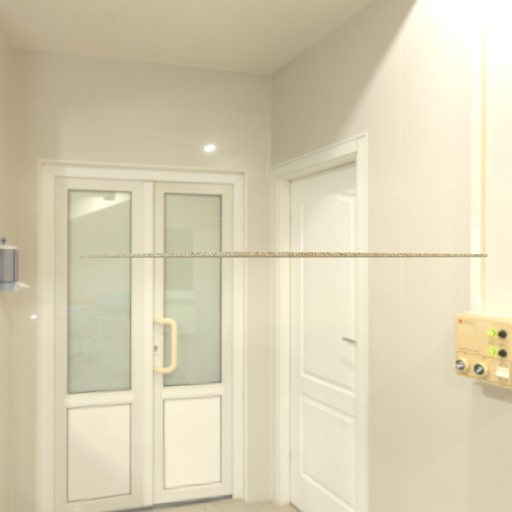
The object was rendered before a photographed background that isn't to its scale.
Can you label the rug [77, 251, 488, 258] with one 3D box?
[{"bbox_3d":[0.000,0.000,4.026,2.401,0.025,3.001,0,0,-36],"label":"rug"}]
